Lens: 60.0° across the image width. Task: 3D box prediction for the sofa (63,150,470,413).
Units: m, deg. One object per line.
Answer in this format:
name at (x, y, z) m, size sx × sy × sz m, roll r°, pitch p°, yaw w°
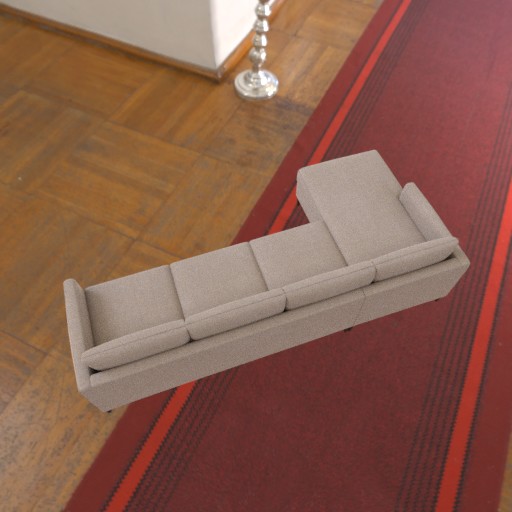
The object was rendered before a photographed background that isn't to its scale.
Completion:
sofa at (0.000, 0.000, 3.574) m, size 2.923 × 0.816 × 1.469 m, roll -16°, pitch 59°, yaw -10°
